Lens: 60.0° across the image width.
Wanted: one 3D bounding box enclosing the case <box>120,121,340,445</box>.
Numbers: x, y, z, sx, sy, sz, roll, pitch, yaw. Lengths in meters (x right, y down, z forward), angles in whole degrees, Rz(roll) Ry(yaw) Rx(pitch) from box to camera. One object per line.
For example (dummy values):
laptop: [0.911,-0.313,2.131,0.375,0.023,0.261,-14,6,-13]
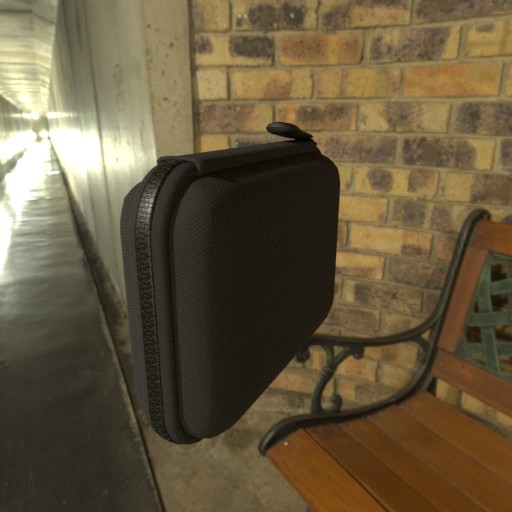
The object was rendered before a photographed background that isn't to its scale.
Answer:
case: [0.000,0.000,0.182,0.038,0.105,0.132,9,20,26]
